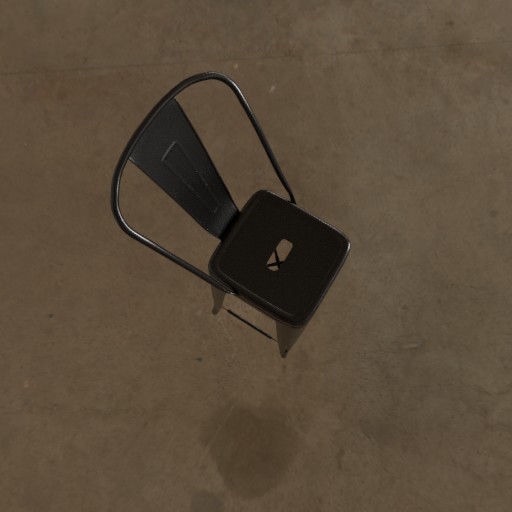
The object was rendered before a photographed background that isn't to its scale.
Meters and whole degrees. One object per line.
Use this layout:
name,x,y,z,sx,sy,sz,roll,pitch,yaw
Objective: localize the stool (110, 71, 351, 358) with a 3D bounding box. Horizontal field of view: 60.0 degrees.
stool,0.000,0.000,1.350,0.513,1.096,0.399,31,78,8
